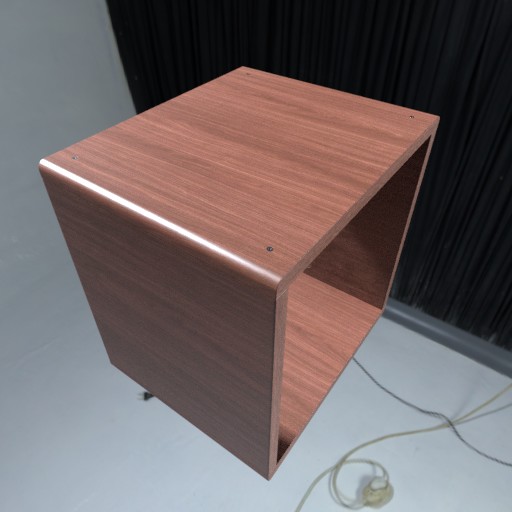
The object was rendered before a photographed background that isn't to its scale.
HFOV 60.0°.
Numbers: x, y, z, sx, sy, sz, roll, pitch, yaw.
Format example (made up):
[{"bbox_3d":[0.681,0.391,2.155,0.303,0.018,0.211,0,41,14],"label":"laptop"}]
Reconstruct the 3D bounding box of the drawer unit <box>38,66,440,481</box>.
[{"bbox_3d":[0.000,0.000,0.601,0.290,0.351,0.349,26,48,26],"label":"drawer unit"}]
